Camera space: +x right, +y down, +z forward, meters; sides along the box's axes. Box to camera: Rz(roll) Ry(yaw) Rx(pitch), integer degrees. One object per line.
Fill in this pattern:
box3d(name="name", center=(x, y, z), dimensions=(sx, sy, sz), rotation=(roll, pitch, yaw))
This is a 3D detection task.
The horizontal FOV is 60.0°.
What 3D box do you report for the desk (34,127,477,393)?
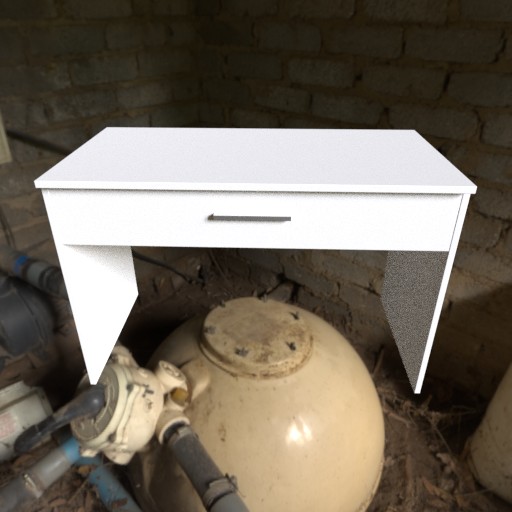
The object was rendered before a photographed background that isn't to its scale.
box3d(name="desk", center=(0.000, 0.000, 1.522), dimensions=(1.100, 0.730, 0.560), rotation=(1, 30, 2))
